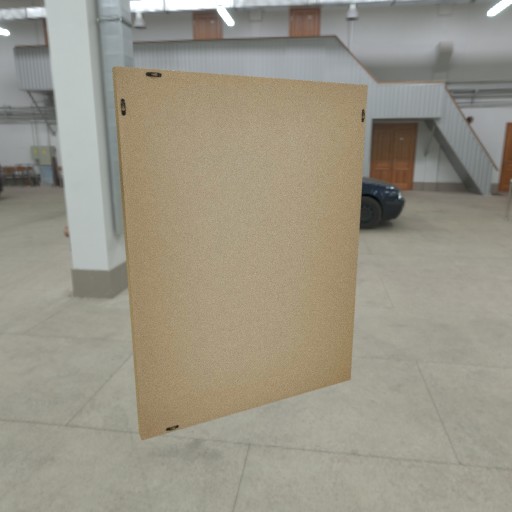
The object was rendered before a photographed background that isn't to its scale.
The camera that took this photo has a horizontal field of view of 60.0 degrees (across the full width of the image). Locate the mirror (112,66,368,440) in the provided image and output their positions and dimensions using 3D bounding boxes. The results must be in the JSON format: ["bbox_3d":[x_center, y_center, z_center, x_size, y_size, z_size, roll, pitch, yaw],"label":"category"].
[{"bbox_3d":[0.000,0.000,1.348,0.762,1.016,0.041,-7,16,-26],"label":"mirror"}]
